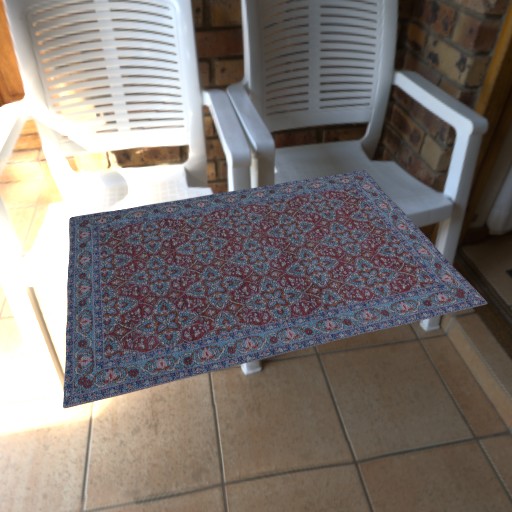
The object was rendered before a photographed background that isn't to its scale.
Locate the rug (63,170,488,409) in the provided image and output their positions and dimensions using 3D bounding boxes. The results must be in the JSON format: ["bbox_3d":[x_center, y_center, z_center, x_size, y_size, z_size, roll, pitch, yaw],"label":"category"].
[{"bbox_3d":[0.000,0.000,2.244,1.829,0.009,1.219,-11,43,-12],"label":"rug"}]
